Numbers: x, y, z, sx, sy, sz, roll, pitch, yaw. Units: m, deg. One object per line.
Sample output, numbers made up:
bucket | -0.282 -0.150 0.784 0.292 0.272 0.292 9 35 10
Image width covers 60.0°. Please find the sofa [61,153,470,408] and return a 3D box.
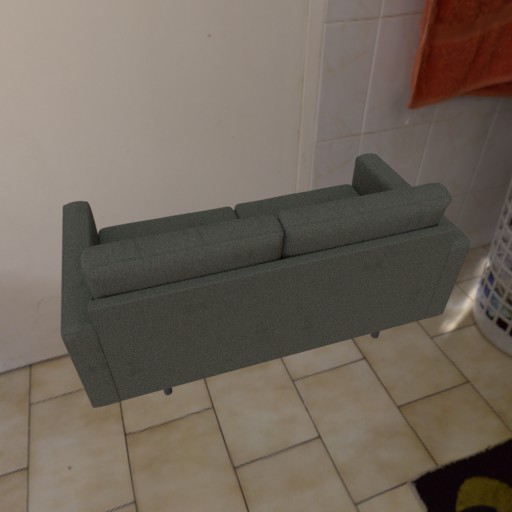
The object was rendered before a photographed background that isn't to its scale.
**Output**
sofa | 0.000 0.000 2.206 1.730 0.897 0.889 -12 42 -13
